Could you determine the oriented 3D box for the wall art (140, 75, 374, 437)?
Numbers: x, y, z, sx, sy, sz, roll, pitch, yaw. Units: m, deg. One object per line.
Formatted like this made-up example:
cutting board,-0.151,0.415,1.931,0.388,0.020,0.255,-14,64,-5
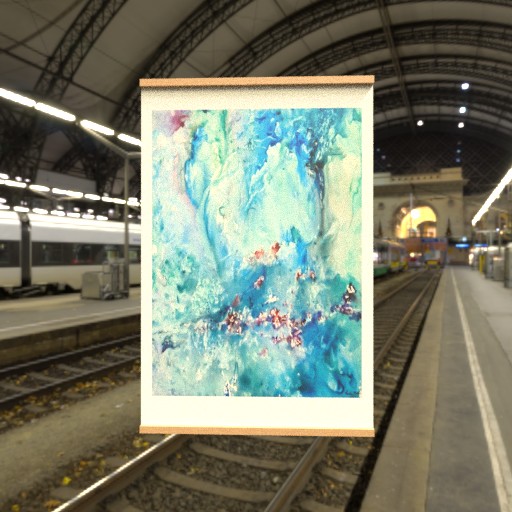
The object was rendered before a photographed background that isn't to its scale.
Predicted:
wall art,0.000,0.000,1.278,0.669,1.020,0.027,0,0,2
